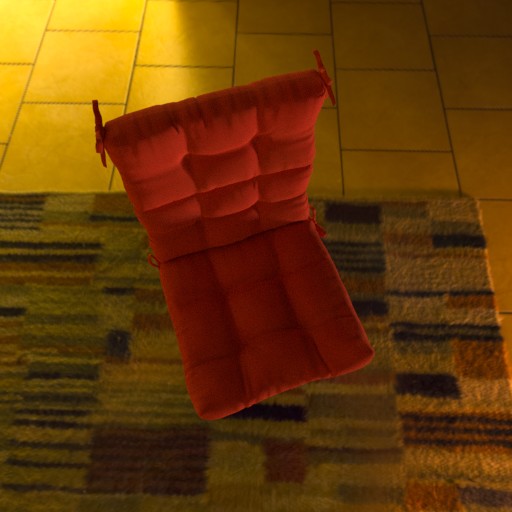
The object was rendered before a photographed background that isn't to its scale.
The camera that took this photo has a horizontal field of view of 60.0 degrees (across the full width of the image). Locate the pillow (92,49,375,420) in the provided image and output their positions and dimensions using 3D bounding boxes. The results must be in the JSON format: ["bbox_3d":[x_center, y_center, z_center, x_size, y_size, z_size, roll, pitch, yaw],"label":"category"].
[{"bbox_3d":[0.000,0.000,1.021,0.519,0.605,0.571,-17,66,-8],"label":"pillow"}]
